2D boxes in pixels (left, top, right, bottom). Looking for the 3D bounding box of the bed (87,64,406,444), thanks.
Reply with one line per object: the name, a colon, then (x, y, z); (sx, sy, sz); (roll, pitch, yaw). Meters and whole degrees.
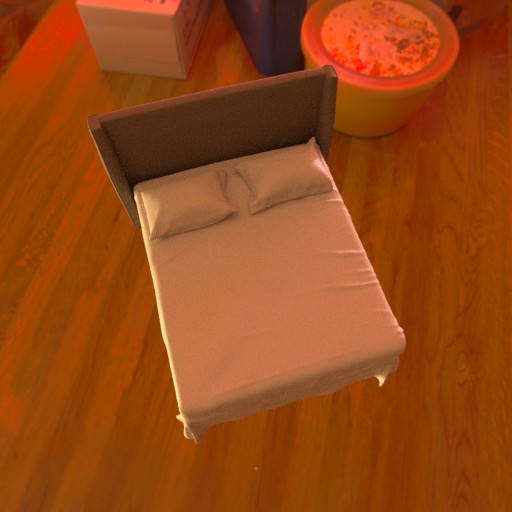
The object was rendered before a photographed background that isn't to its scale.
bed: (0.000, 0.000, 3.441); (1.925, 1.332, 2.276); (-15, 65, -7)
